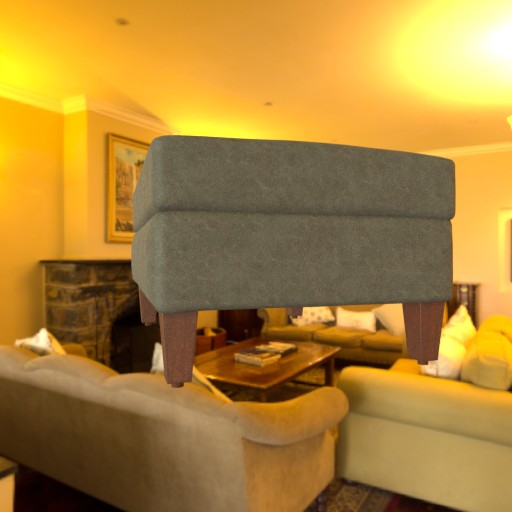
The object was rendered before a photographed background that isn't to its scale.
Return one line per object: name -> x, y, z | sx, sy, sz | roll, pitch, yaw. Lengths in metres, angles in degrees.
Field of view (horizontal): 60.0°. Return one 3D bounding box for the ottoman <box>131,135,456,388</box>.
ottoman -> 0.000, 0.000, 1.221 | 0.639, 0.464, 0.839 | 0, 0, -18
